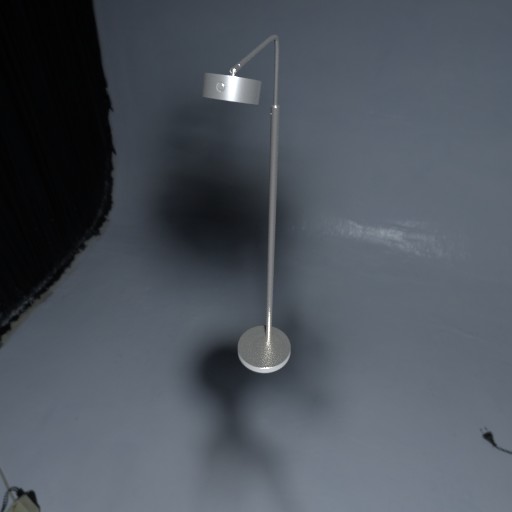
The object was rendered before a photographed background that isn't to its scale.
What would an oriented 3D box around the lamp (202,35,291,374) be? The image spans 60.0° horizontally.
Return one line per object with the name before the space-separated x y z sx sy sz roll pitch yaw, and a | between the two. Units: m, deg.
lamp | 0.000 0.000 1.403 0.222 1.250 0.421 14 43 15
